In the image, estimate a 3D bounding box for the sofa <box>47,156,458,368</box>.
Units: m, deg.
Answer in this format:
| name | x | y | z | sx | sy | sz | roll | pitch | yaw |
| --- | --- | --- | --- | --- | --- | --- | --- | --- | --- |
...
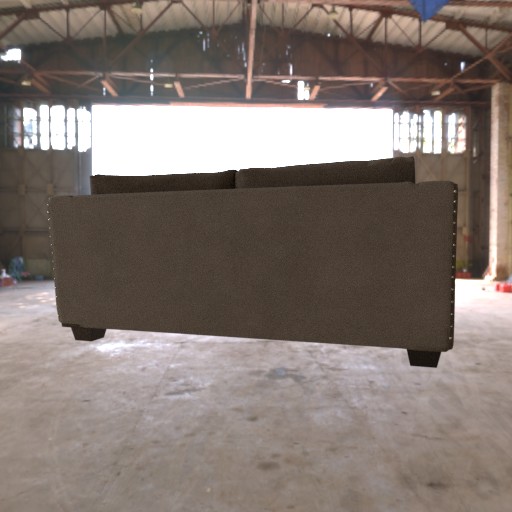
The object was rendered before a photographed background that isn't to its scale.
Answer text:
| name | x | y | z | sx | sy | sz | roll | pitch | yaw |
| --- | --- | --- | --- | --- | --- | --- | --- | --- | --- |
| sofa | 0.000 | 0.000 | 3.254 | 2.550 | 1.196 | 1.336 | 0 | 2 | 17 |
